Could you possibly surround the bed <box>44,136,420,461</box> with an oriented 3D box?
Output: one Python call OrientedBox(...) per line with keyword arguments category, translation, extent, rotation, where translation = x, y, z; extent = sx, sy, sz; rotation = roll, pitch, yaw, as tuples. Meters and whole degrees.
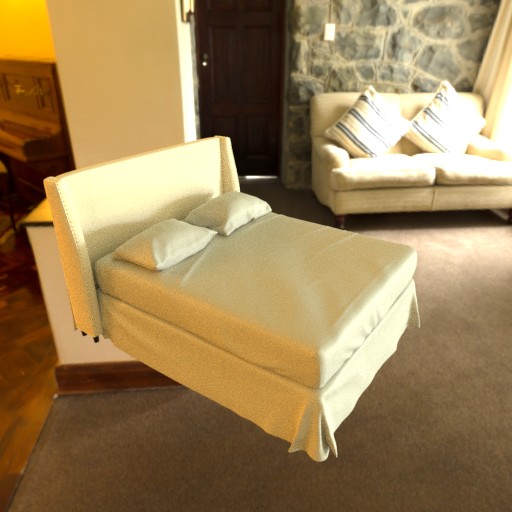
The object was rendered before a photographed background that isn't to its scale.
OrientedBox(category="bed", translation=(0.000, 0.000, 3.432), extent=(2.276, 1.332, 1.925), rotation=(17, 31, 31))
